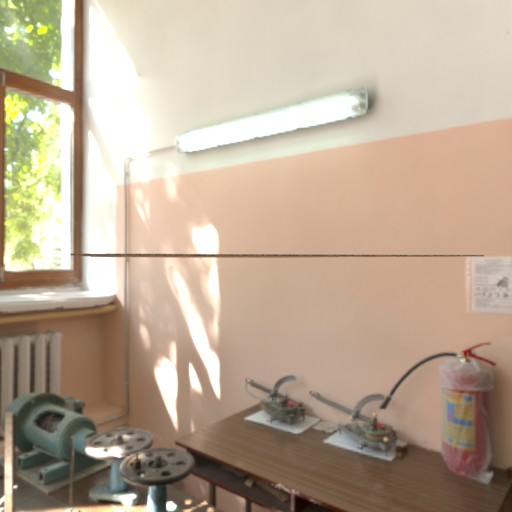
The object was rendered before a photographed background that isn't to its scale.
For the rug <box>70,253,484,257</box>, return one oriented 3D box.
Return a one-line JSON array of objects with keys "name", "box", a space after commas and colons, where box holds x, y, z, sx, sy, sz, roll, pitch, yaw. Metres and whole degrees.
[{"name": "rug", "box": [0.000, 0.000, 4.214, 3.054, 0.030, 2.430, 0, 0, -17]}]
